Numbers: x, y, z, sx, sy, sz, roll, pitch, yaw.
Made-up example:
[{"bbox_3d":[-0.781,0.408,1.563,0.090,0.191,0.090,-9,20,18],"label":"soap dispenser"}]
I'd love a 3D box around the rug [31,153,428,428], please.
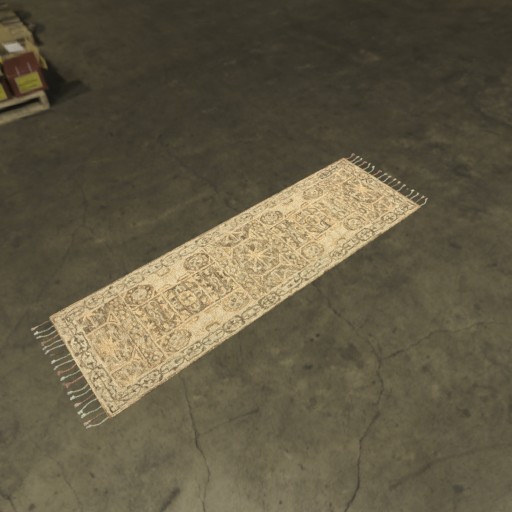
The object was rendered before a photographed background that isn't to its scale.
[{"bbox_3d":[0.000,0.000,2.861,2.664,0.011,0.762,-31,55,-25],"label":"rug"}]
